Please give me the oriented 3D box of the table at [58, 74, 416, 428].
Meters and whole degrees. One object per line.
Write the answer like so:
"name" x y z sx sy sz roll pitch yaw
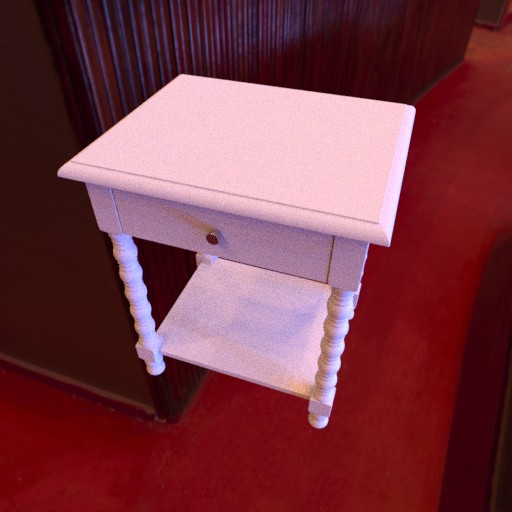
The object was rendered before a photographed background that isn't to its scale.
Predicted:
"table" 0.000 0.000 0.868 0.460 0.531 0.381 13 44 14
